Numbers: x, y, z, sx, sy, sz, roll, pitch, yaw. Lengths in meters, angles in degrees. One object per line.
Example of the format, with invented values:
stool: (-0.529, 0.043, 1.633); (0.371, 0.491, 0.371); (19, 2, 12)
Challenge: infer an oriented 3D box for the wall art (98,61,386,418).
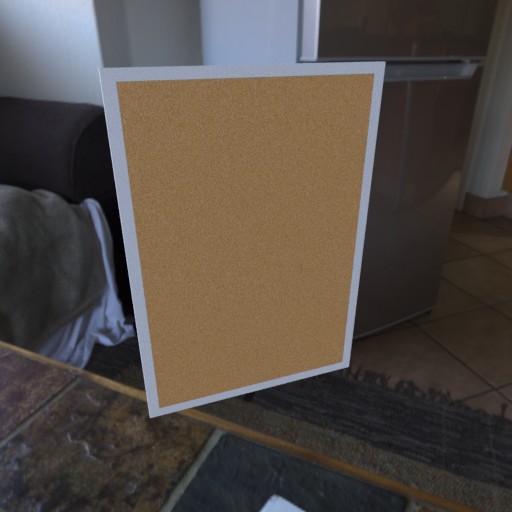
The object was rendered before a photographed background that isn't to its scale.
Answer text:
wall art: (0.000, 0.000, 1.184); (0.659, 0.940, 0.013); (-9, 28, -18)
